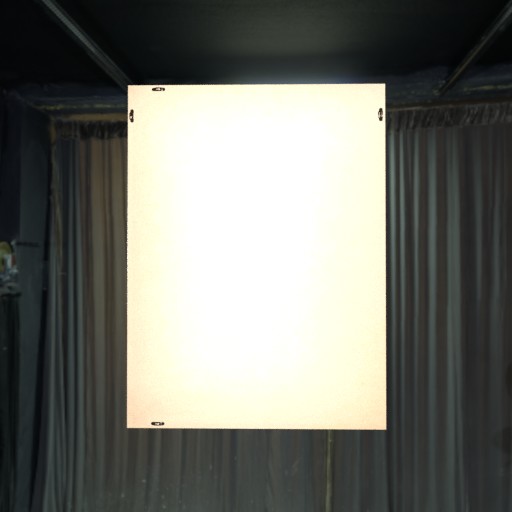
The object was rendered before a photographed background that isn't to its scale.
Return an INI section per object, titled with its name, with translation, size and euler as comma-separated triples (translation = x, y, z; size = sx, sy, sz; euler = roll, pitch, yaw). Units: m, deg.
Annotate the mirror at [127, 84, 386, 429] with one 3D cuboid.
[mirror]
translation = 0.000, 0.000, 1.323
size = 0.762, 1.016, 0.040
euler = 0, -1, 1
